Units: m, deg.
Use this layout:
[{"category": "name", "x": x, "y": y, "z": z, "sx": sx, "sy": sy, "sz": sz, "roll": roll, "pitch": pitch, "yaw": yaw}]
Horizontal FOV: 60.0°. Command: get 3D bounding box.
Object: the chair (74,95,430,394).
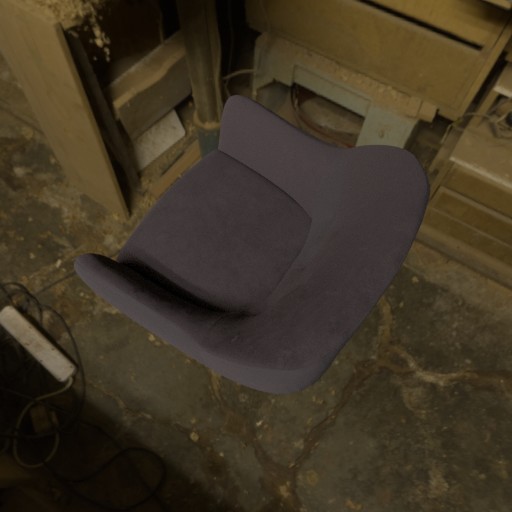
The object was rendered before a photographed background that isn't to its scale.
[{"category": "chair", "x": 0.000, "y": 0.000, "z": 1.511, "sx": 0.819, "sy": 0.807, "sz": 0.840, "roll": 32, "pitch": 68, "yaw": 14}]
